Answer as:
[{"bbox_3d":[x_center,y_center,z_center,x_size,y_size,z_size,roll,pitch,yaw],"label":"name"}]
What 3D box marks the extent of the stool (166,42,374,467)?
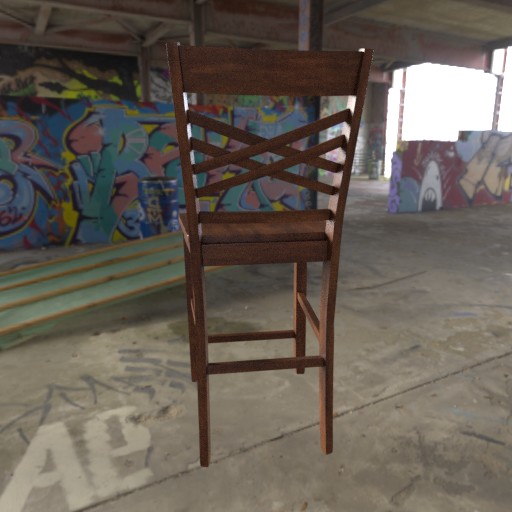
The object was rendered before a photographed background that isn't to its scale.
[{"bbox_3d":[0.000,0.000,1.342,0.462,1.079,0.539,-2,14,-8],"label":"stool"}]
